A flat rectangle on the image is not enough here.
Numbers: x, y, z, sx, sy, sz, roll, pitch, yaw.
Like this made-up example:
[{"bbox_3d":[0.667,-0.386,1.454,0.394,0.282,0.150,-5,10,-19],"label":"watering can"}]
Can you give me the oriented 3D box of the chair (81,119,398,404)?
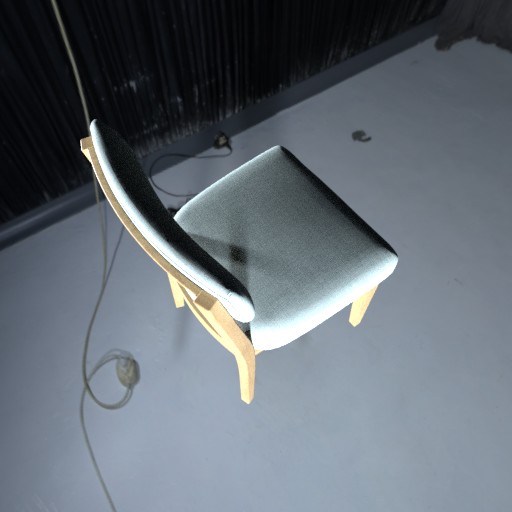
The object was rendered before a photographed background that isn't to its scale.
[{"bbox_3d":[0.000,0.000,1.184,0.572,0.832,0.508,-32,64,-18],"label":"chair"}]
